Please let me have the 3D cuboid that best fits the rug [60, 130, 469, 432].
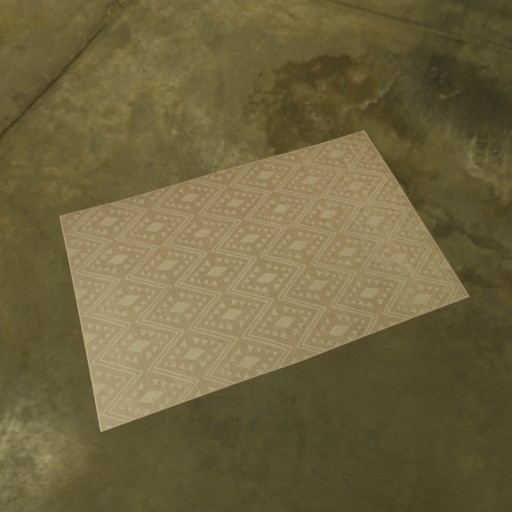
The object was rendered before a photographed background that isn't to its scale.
[{"bbox_3d":[0.000,0.000,3.045,2.430,0.053,1.553,-18,64,-9],"label":"rug"}]
